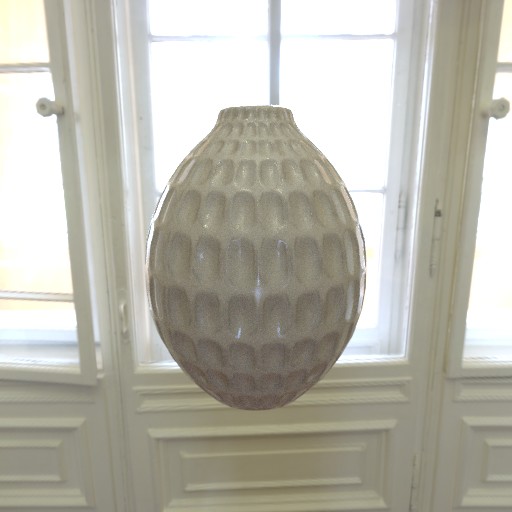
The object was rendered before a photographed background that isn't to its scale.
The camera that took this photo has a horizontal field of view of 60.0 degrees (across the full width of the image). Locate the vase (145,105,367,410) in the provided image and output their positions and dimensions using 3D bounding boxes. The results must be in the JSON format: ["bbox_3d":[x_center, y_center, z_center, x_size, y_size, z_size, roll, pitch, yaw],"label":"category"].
[{"bbox_3d":[0.000,0.000,0.262,0.128,0.167,0.128,0,14,0],"label":"vase"}]
